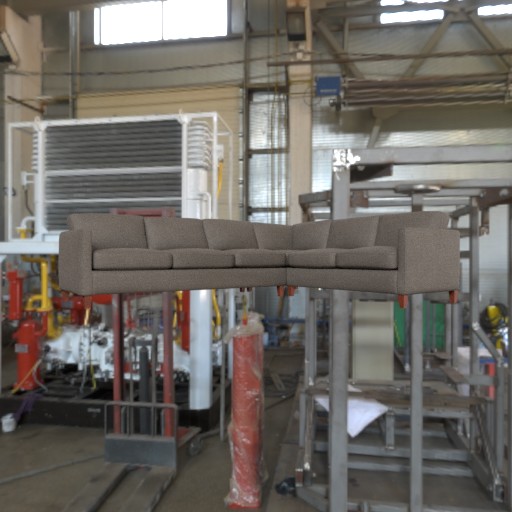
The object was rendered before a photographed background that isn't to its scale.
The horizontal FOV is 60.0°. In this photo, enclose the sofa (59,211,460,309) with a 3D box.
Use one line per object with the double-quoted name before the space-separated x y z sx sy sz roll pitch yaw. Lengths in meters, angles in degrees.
"sofa" 0.000 0.000 4.543 3.302 0.947 2.593 0 0 -36
